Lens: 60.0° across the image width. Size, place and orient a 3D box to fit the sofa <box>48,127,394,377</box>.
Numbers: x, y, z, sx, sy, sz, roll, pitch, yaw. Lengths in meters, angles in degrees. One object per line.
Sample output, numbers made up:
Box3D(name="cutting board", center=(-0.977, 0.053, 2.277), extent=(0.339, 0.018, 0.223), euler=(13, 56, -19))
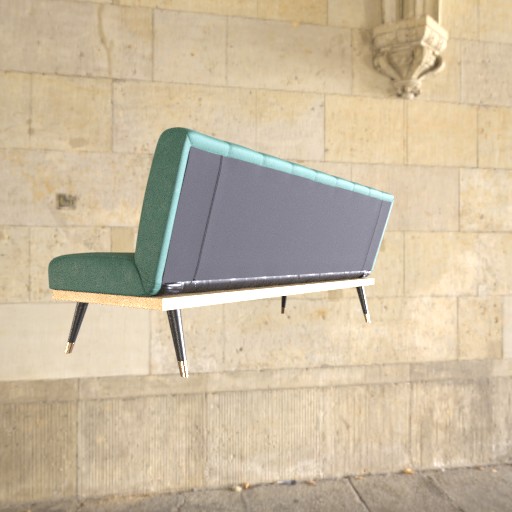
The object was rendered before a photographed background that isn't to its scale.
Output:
Box3D(name="sofa", center=(0.000, 0.000, 2.301), extent=(0.830, 0.820, 1.810), euler=(0, 0, 37))
